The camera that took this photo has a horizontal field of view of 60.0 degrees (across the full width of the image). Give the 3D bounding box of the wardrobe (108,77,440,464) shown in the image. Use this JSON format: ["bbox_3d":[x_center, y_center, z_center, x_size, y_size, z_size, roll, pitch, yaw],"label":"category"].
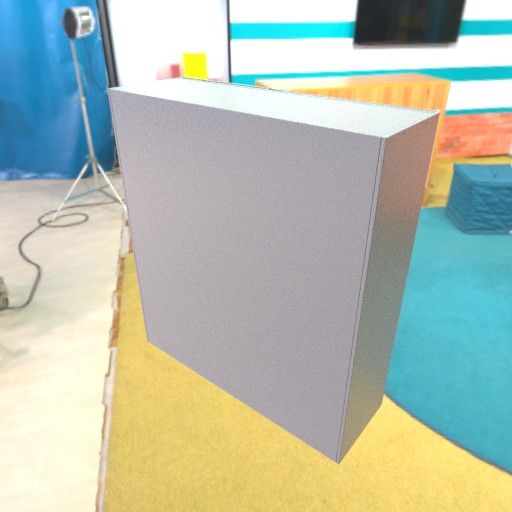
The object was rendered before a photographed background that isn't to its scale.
[{"bbox_3d":[0.000,0.000,2.862,1.780,1.960,0.629,22,36,33],"label":"wardrobe"}]
